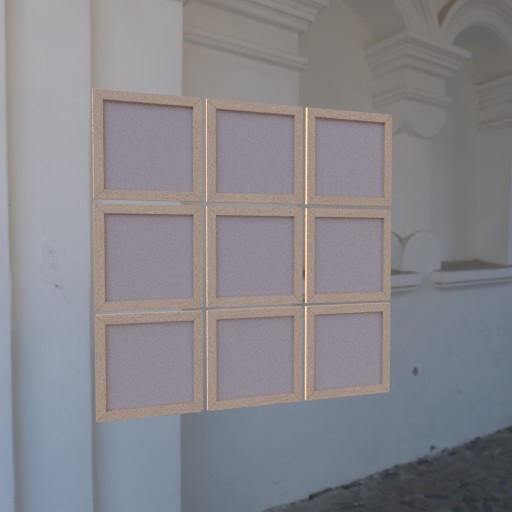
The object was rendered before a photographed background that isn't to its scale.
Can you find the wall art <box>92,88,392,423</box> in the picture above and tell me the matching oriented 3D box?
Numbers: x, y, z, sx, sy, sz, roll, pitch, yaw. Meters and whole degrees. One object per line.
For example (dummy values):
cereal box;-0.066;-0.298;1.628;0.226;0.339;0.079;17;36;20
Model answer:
wall art;0.000;0.000;1.772;1.217;1.207;0.016;-1;2;-16
